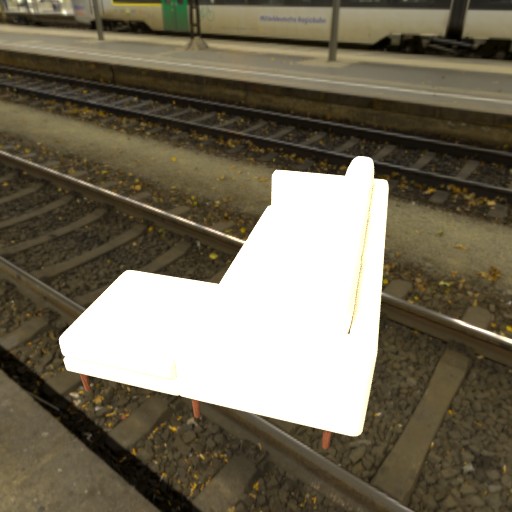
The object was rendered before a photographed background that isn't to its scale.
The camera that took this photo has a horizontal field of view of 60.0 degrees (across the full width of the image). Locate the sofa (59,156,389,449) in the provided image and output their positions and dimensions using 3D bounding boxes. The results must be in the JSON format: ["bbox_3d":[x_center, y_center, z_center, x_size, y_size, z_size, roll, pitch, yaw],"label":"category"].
[{"bbox_3d":[0.000,0.000,2.909,1.580,0.899,2.029,8,32,14],"label":"sofa"}]
